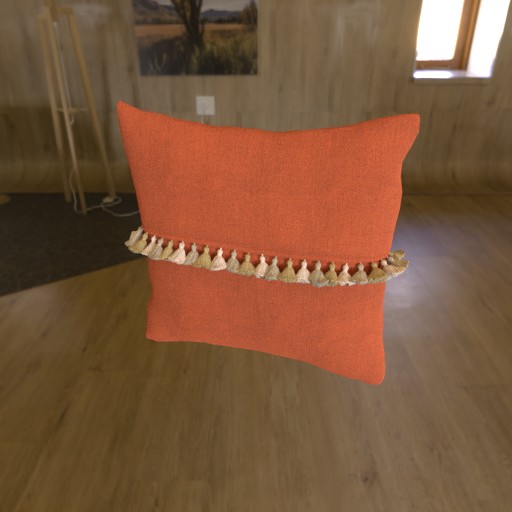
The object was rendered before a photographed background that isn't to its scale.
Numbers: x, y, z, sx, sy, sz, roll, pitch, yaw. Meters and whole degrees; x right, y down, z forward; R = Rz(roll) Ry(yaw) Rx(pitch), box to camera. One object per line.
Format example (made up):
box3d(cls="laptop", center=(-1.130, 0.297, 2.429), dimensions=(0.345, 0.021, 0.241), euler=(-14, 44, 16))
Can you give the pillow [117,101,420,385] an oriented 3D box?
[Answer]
box3d(cls="pillow", center=(0.000, 0.000, 0.753), dimensions=(0.490, 0.482, 0.165), euler=(8, 28, 14))
